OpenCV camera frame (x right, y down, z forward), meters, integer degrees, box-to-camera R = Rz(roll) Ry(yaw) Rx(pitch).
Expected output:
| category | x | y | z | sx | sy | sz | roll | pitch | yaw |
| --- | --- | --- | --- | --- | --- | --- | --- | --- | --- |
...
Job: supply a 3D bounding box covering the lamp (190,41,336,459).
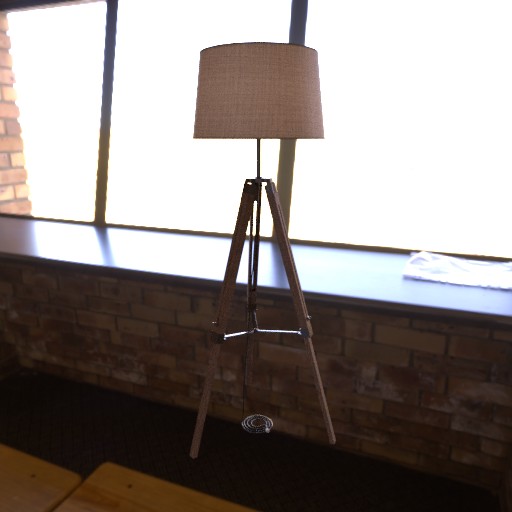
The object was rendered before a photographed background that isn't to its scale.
| category | x | y | z | sx | sy | sz | roll | pitch | yaw |
| --- | --- | --- | --- | --- | --- | --- | --- | --- | --- |
| lamp | 0.000 | 0.000 | 1.814 | 0.604 | 1.510 | 0.587 | -2 | 15 | -9 |
